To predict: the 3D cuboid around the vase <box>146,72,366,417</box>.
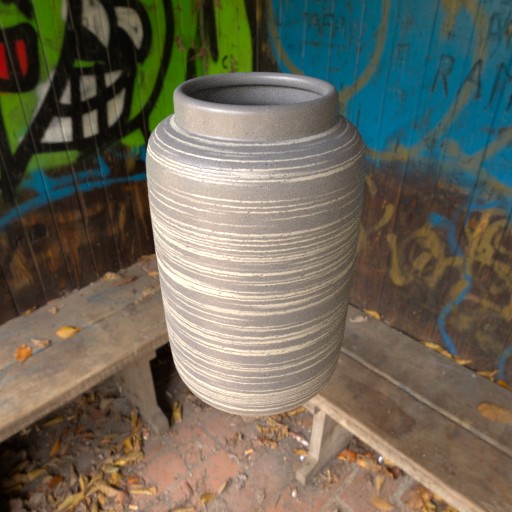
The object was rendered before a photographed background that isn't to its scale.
[{"bbox_3d":[0.000,0.000,0.684,0.297,0.499,0.297,0,33,0],"label":"vase"}]
